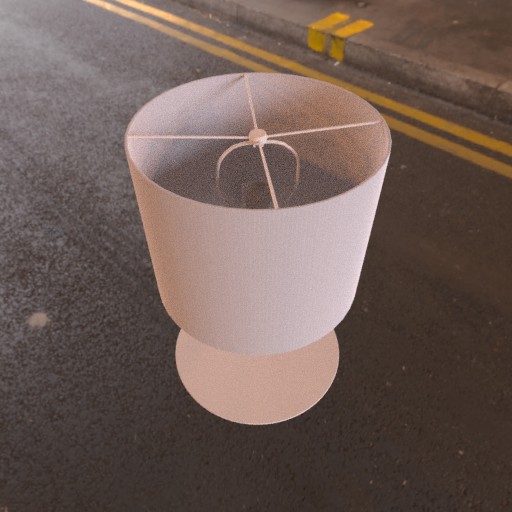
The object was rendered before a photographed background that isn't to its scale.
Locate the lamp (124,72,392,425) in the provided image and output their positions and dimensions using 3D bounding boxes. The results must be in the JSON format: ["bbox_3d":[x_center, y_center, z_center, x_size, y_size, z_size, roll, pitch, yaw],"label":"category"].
[{"bbox_3d":[0.000,0.000,0.680,0.299,0.454,0.341,-5,46,-5],"label":"lamp"}]
